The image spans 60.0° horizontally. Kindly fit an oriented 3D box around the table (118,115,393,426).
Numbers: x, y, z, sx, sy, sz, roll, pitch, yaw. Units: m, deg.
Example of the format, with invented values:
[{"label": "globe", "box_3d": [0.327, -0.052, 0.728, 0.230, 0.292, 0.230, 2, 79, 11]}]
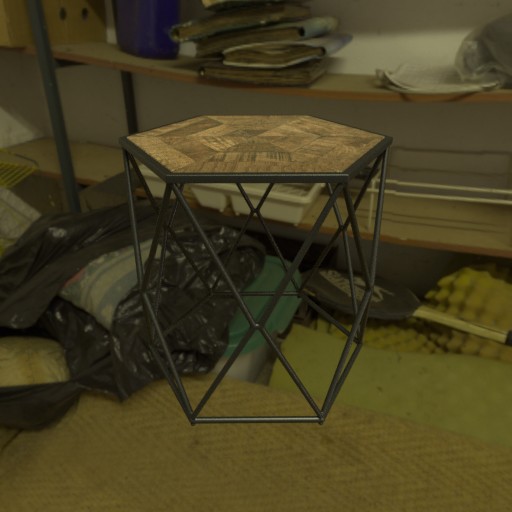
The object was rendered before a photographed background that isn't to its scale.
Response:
[{"label": "table", "box_3d": [0.000, 0.000, 1.061, 0.578, 0.564, 0.579, 0, 28, 0]}]
